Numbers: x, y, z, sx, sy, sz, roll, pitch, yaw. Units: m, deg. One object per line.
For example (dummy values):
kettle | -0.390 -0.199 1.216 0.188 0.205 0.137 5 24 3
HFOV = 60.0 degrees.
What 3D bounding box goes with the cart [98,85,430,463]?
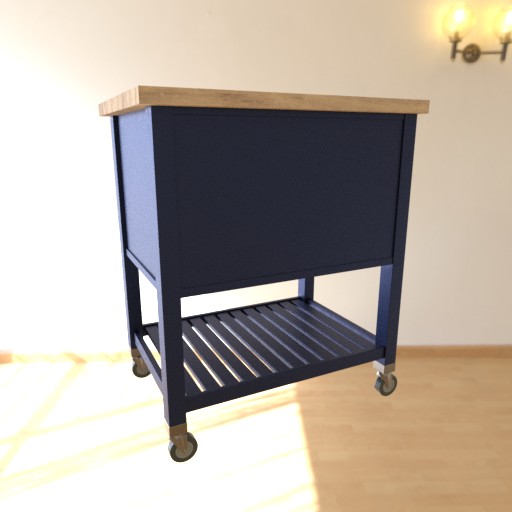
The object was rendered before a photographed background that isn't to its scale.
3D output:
cart | 0.000 0.000 1.402 0.797 0.920 0.567 -7 17 -26
